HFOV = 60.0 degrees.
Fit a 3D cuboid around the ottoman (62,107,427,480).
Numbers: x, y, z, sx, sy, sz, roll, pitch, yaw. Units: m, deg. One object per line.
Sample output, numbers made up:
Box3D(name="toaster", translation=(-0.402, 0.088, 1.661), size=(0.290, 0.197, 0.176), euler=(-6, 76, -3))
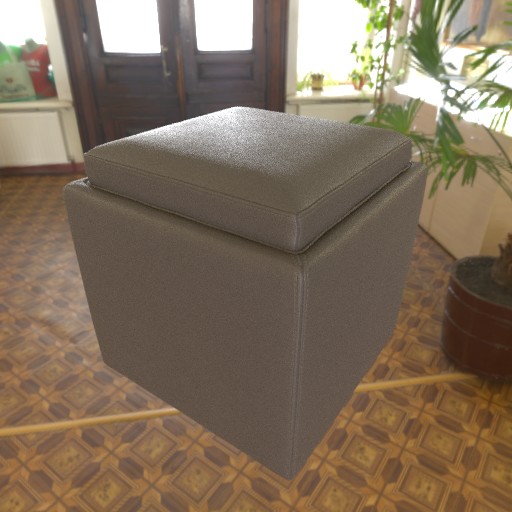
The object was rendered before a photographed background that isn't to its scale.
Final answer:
Box3D(name="ottoman", translation=(0.000, 0.000, 0.808), size=(0.451, 0.460, 0.450), euler=(20, 36, 30))
